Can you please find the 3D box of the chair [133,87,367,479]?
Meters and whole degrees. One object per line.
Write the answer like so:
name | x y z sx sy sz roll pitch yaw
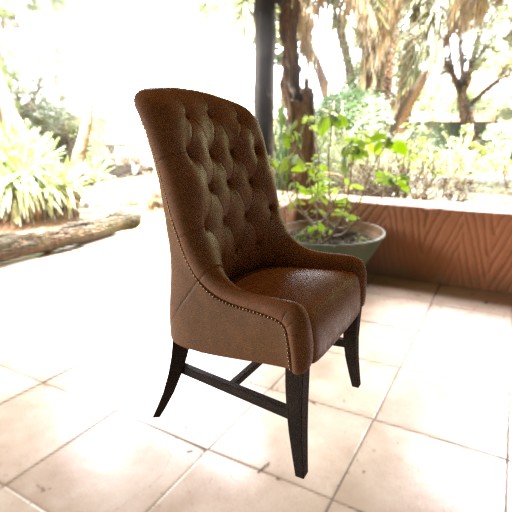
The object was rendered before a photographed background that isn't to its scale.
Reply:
chair | 0.000 0.000 1.499 0.629 1.091 0.634 8 16 28
